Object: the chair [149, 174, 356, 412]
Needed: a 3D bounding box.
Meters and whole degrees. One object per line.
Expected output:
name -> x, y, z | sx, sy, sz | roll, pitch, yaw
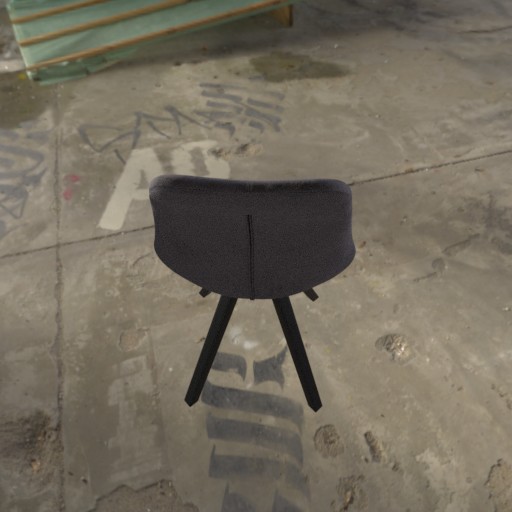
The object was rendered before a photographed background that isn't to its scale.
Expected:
chair -> 0.000, 0.000, 1.151 | 0.476, 0.850, 0.550 | 2, 46, 2
